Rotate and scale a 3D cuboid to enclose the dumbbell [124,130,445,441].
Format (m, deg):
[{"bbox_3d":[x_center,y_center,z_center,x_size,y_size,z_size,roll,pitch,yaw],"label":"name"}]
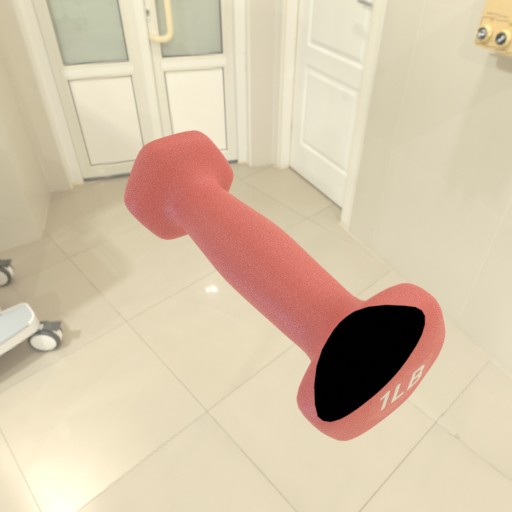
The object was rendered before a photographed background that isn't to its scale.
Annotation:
[{"bbox_3d":[0.000,0.000,0.146,0.047,0.043,0.123,-24,46,-26],"label":"dumbbell"}]
